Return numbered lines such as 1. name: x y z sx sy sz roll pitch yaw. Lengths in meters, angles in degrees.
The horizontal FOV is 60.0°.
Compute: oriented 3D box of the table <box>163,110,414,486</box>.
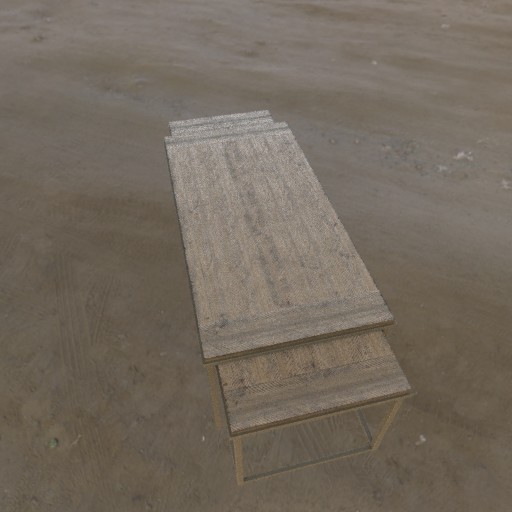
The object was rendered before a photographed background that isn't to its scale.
1. table: 0.000 0.000 1.538 0.489 0.427 1.312 -10 48 -9
